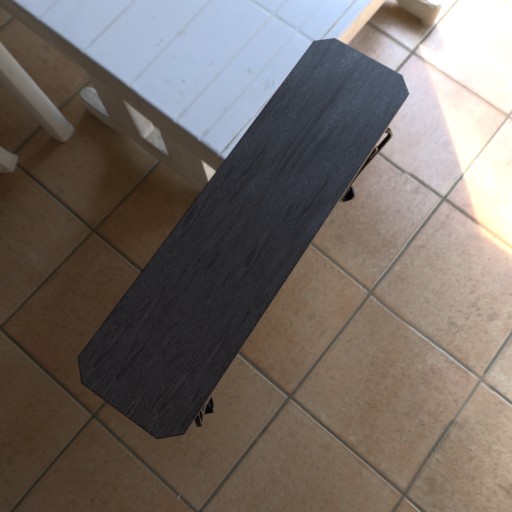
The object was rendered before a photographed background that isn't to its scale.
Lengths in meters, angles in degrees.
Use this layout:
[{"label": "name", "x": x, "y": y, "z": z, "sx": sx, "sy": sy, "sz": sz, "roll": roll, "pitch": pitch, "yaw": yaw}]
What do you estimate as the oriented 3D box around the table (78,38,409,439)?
[{"label": "table", "x": 0.000, "y": 0.000, "z": 1.456, "sx": 0.329, "sy": 0.800, "sz": 1.112, "roll": 33, "pitch": 78, "yaw": 8}]
